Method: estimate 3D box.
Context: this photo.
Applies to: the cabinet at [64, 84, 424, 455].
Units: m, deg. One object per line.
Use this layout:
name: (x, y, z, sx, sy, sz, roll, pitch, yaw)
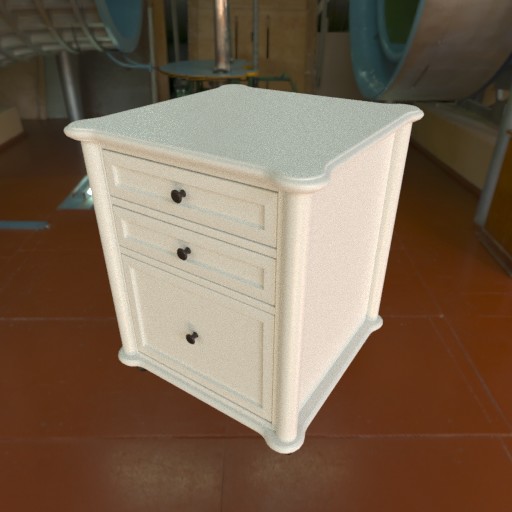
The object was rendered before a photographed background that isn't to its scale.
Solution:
cabinet: (0.000, 0.000, 1.221, 0.628, 0.761, 0.627, 19, 35, 28)
